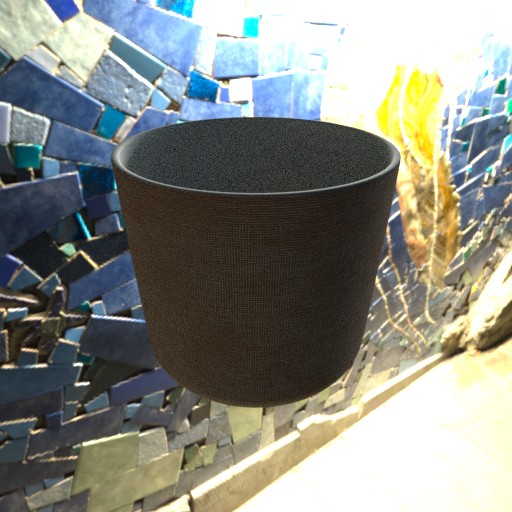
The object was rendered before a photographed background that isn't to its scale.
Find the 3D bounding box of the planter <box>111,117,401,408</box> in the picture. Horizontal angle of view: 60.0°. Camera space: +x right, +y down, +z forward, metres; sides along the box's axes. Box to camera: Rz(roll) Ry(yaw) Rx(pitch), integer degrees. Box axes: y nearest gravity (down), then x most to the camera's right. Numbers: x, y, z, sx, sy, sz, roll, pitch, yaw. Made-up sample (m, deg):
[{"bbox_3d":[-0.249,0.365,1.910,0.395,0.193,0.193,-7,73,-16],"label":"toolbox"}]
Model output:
[{"bbox_3d":[0.000,0.000,0.794,0.440,0.398,0.440,0,29,0],"label":"planter"}]
